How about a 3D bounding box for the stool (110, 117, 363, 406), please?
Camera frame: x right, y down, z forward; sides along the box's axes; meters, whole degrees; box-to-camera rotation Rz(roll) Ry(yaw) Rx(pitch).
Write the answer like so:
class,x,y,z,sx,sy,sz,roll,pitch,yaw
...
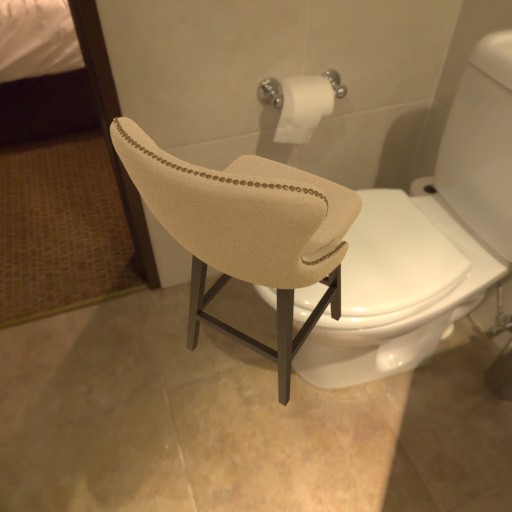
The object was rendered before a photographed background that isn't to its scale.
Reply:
class,x,y,z,sx,sy,sz,roll,pitch,yaw
stool,0.000,0.000,1.318,0.528,0.971,0.593,25,51,22
